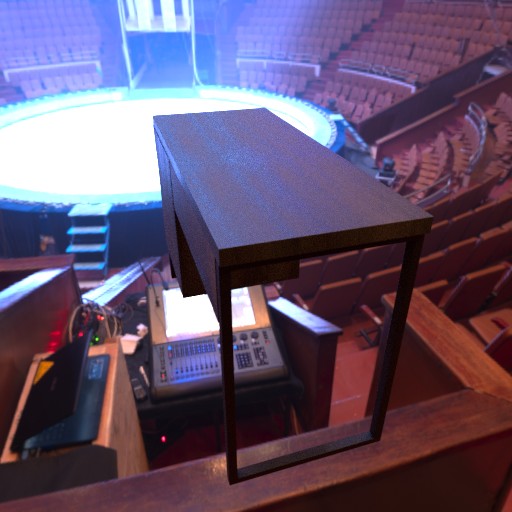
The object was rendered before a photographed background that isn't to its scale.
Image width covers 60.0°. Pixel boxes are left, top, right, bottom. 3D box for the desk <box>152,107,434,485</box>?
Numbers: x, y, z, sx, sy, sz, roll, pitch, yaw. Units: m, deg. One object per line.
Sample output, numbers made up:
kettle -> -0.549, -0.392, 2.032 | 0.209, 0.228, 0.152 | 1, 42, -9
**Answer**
desk -> 0.000, 0.000, 1.548 | 0.511, 0.752, 1.134 | -9, 32, -15
